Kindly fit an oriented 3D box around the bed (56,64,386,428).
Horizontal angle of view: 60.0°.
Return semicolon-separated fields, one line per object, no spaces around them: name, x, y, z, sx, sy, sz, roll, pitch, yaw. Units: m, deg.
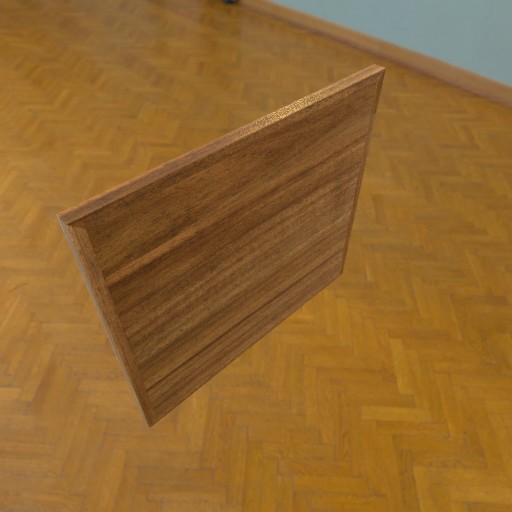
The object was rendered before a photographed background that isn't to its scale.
bed;0.000;0.000;1.448;1.041;0.940;0.043;-34;55;-28
